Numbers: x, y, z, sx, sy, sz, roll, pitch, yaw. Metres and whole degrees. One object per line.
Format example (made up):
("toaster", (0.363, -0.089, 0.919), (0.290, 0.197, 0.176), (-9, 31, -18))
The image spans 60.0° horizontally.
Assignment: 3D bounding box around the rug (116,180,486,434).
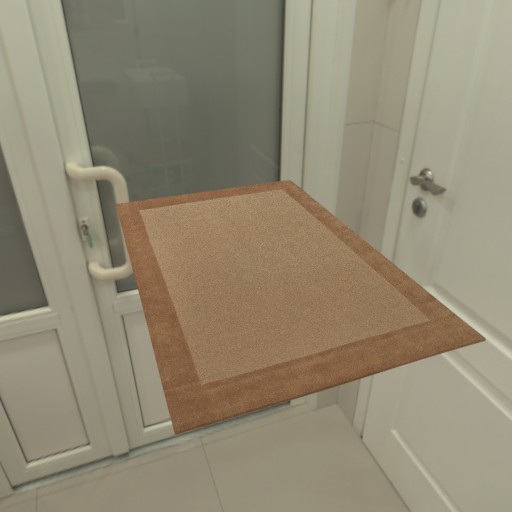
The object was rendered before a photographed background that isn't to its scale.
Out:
("rug", (0.000, 0.000, 2.271), (1.219, 0.014, 1.829), (-11, 32, -18))
